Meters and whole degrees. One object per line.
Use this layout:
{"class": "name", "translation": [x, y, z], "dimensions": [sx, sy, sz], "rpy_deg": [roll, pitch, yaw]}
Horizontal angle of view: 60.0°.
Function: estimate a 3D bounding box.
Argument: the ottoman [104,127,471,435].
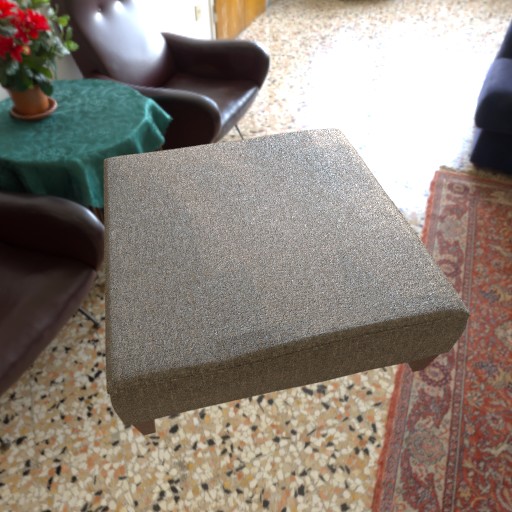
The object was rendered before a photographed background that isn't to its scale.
{"class": "ottoman", "translation": [0.000, 0.000, 1.555], "dimensions": [0.981, 0.379, 1.016], "rpy_deg": [-10, 47, -9]}
